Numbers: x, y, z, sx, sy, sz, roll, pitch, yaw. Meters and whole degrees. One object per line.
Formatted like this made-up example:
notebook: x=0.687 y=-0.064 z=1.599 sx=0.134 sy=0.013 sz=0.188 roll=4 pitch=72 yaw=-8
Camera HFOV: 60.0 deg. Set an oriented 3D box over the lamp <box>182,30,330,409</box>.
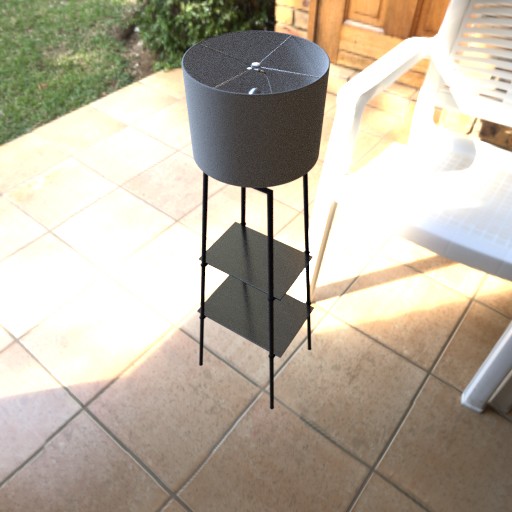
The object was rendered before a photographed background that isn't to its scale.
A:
lamp: x=0.000 y=0.000 z=1.667 sx=0.427 sy=1.474 sz=0.384 roll=25 pitch=52 yaw=22
